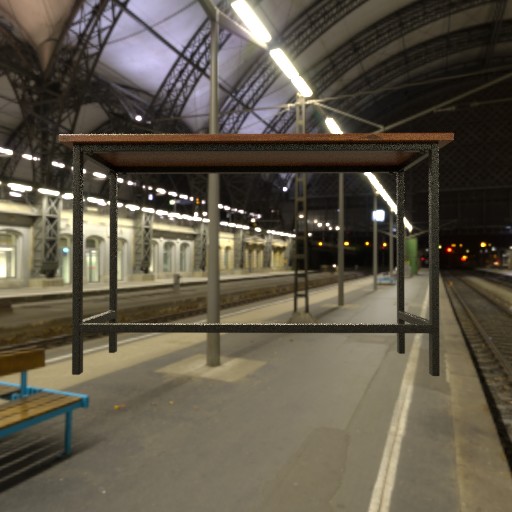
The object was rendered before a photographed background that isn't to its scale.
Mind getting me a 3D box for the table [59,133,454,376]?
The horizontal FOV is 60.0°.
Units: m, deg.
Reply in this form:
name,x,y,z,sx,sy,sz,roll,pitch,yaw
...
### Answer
name,x,y,z,sx,sy,sz,roll,pitch,yaw
table,0.000,0.000,1.548,1.204,0.740,0.408,0,-1,1
